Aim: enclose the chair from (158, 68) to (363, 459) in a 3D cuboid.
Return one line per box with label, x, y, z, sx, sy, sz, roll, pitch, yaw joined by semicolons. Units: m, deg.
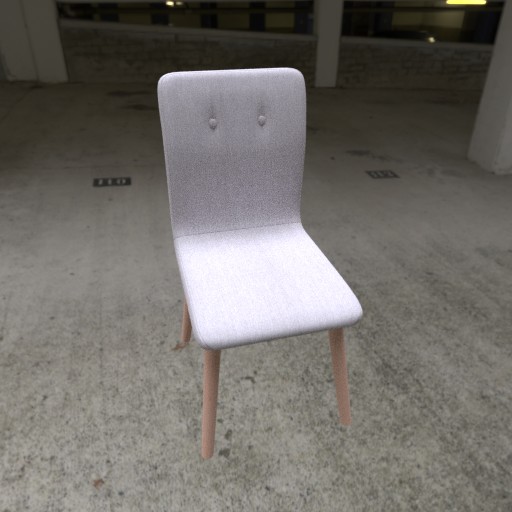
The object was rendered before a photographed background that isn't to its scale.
chair;0.000;0.000;1.218;0.435;0.885;0.550;-8;32;-13
